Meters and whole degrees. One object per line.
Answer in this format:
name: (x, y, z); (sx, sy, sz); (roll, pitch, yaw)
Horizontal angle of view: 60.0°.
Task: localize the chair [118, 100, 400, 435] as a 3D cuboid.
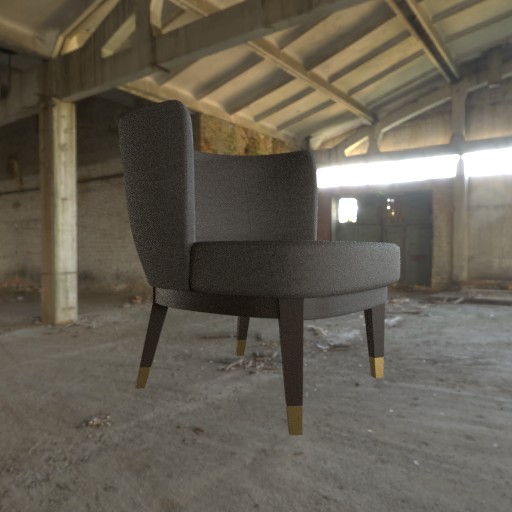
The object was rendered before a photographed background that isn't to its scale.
chair: (0.000, 0.000, 1.222); (0.698, 0.695, 0.639); (1, 1, 35)
